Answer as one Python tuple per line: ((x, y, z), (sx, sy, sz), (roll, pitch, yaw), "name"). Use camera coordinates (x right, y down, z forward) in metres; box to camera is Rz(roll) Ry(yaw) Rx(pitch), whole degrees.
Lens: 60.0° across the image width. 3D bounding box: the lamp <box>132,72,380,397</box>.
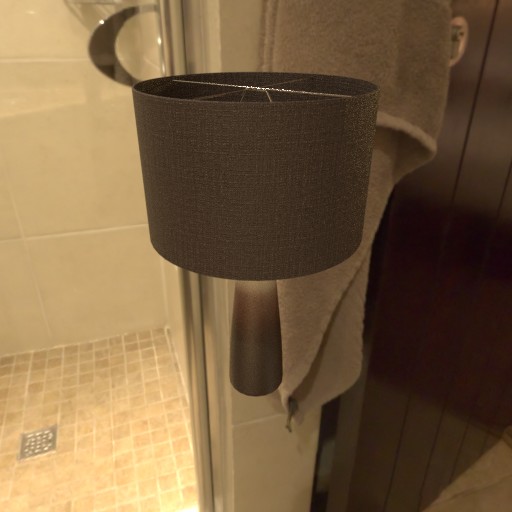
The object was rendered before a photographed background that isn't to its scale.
((0.000, 0.000, 0.669), (0.303, 0.488, 0.303), (0, 28, 0), "lamp")
